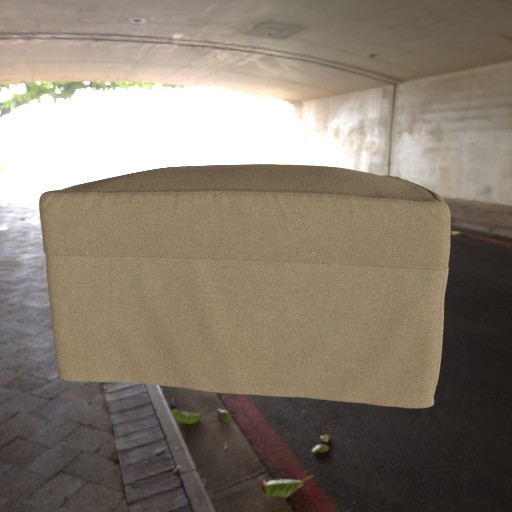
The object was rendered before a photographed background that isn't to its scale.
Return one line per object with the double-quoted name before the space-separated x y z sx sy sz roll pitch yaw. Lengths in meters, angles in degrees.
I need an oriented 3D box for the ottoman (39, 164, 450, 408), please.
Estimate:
"ottoman" 0.000 0.000 1.197 0.833 0.485 0.650 2 14 8
